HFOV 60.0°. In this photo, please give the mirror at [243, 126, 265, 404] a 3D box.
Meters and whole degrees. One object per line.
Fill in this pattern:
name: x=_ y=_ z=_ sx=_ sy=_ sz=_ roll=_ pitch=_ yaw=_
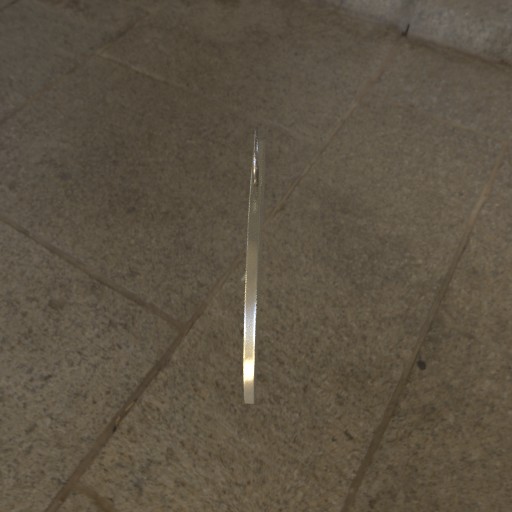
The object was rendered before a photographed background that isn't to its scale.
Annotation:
mirror: x=0.000 y=0.000 z=0.984 sx=0.020 sy=0.713 sz=0.594 roll=2 pitch=58 yaw=1
